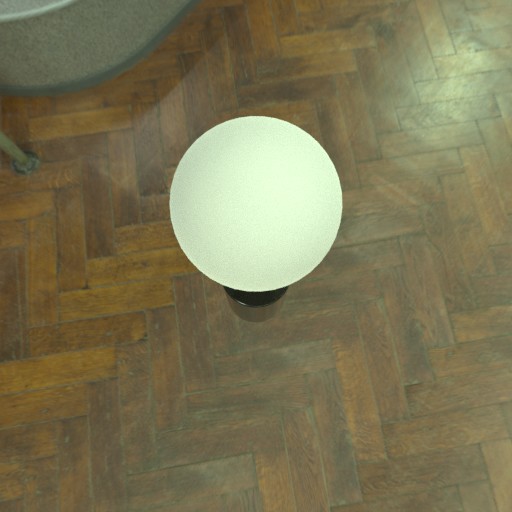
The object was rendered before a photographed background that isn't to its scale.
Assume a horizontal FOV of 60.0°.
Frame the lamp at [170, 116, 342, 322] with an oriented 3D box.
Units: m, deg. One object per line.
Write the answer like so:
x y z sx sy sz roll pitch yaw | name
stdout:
0.000 0.000 0.556 0.153 0.480 0.153 0 74 0 | lamp
